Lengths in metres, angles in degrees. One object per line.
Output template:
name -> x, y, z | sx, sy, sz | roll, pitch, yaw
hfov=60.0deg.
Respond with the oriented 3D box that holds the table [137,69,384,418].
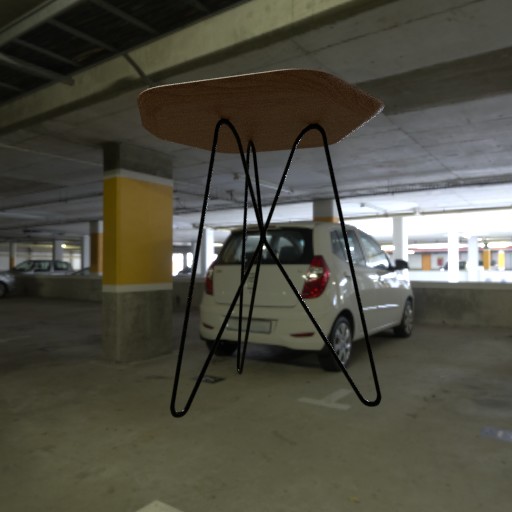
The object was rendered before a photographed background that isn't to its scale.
table -> 0.000, 0.000, 0.892 | 0.500, 0.562, 0.400 | 0, -1, 17
